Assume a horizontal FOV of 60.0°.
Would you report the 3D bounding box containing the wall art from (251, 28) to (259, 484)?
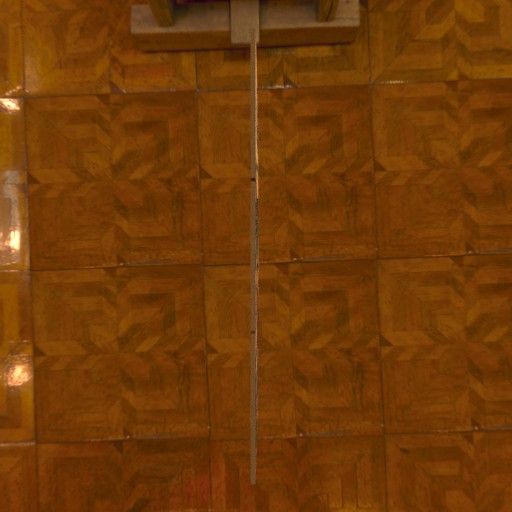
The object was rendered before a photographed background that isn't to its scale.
[{"bbox_3d":[0.000,0.000,1.787,0.013,1.216,1.216,0,90,1],"label":"wall art"}]
